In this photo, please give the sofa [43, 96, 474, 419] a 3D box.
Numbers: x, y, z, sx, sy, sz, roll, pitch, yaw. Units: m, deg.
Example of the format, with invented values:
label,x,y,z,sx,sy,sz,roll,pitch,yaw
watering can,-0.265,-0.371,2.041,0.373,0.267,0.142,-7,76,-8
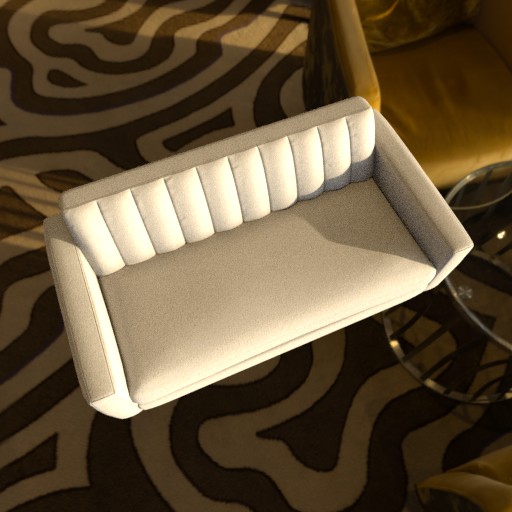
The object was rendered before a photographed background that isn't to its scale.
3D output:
label,x,y,z,sx,sy,sz,roll,pitch,yaw
sofa,0.000,0.000,2.337,1.895,0.814,0.969,-21,66,-10
